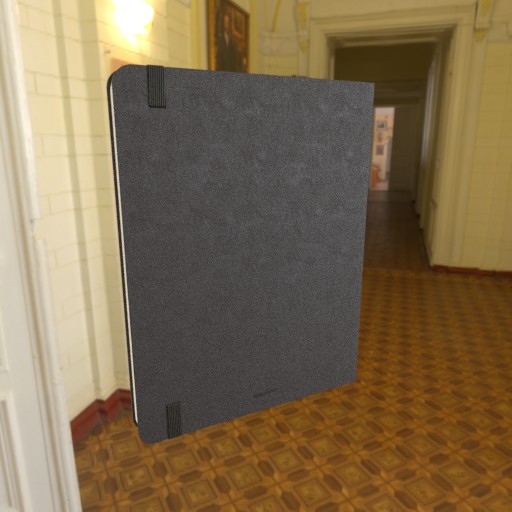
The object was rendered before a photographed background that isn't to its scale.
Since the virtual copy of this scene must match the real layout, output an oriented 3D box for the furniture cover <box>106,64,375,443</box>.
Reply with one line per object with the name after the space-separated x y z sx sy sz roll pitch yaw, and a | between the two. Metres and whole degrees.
0.000 0.000 0.369 0.216 0.281 0.023 -7 16 -27 | furniture cover
